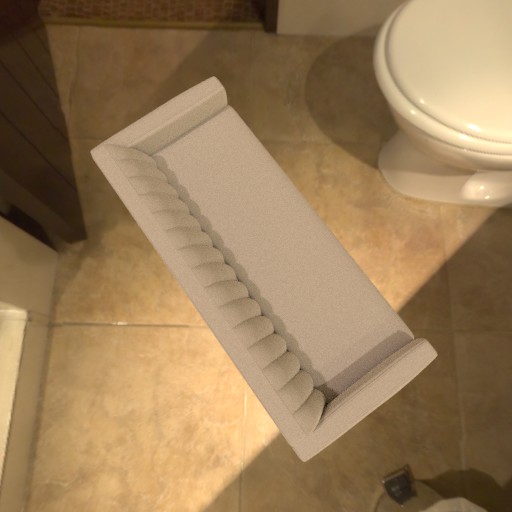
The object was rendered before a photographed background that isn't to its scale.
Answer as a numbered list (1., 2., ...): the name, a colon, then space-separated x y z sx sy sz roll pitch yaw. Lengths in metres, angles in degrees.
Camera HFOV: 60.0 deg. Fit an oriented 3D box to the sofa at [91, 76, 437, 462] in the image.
1. sofa: 0.000 0.000 2.854 0.990 0.821 2.291 -35 78 -8
